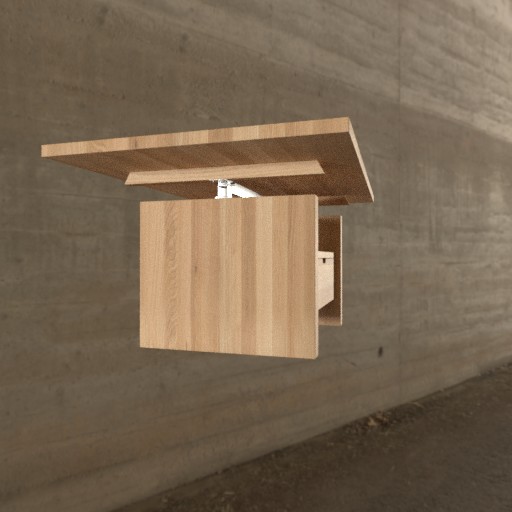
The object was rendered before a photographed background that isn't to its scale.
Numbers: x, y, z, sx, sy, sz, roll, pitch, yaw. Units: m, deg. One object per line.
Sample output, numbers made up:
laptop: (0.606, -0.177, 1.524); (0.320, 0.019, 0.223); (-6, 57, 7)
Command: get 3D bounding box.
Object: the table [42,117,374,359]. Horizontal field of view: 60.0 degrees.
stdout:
table: (0.000, 0.000, 1.446); (0.700, 0.510, 1.100); (0, 0, 17)
